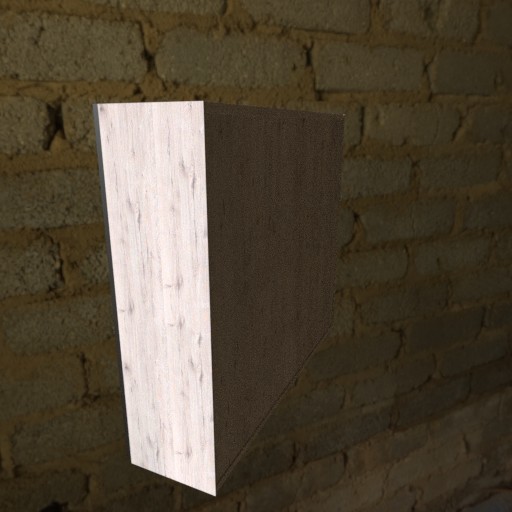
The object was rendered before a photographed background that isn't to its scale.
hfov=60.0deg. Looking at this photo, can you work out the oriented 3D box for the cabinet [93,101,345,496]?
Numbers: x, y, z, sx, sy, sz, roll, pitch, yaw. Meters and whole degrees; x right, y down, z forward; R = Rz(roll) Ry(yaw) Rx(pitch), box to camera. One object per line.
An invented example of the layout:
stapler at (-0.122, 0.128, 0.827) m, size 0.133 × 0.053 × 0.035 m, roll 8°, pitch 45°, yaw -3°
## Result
cabinet at (0.000, 0.000, 3.502) m, size 0.660 × 2.180 × 2.500 m, roll 8°, pitch 18°, yaw 24°
